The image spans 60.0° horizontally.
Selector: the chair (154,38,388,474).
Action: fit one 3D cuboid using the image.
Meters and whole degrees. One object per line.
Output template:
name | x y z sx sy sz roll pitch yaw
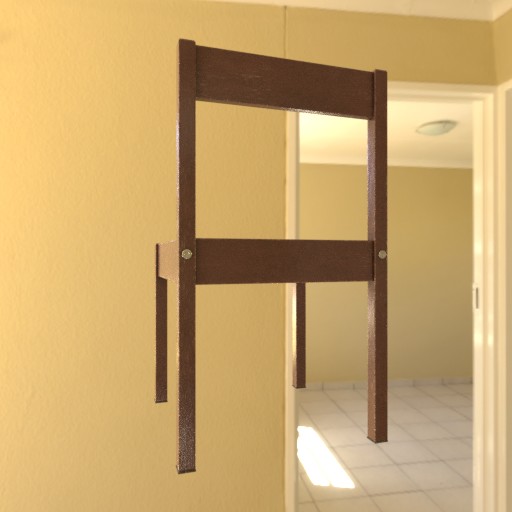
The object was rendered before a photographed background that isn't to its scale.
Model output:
chair | 0.000 0.000 0.691 0.285 0.505 0.285 0 0 -19
